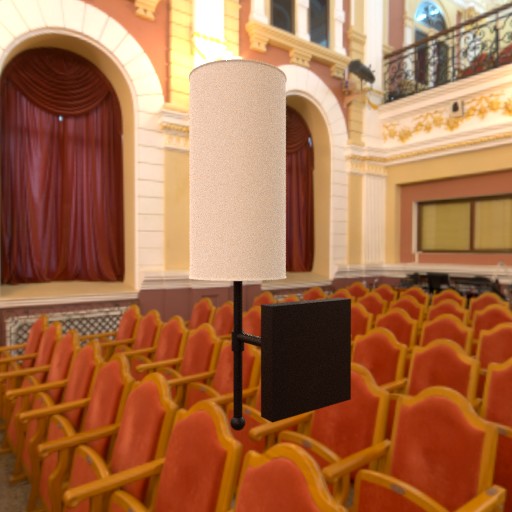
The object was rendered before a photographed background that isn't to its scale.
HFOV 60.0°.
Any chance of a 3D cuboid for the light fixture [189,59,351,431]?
[{"bbox_3d":[0.000,0.000,0.552,0.128,0.462,0.208,0,1,-37],"label":"light fixture"}]
